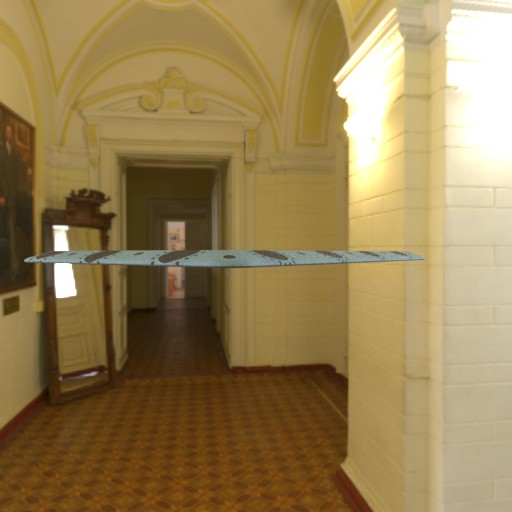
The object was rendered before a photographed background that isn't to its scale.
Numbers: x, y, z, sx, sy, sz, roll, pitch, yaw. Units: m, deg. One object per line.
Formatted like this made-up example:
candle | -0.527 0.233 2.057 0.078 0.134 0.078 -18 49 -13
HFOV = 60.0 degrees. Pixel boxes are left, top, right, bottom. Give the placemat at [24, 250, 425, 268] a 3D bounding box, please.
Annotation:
placemat | 0.000 0.000 0.950 0.508 0.021 0.762 0 1 37
